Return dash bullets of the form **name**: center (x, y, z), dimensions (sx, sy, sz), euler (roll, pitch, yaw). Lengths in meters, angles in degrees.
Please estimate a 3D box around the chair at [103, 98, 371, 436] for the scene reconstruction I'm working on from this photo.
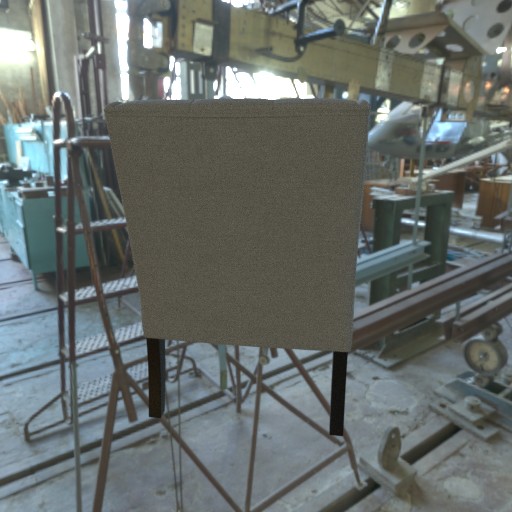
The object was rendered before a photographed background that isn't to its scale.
- **chair**: center (0.000, 0.000, 1.319), dimensions (0.569, 0.853, 0.676), euler (2, 16, 8)
